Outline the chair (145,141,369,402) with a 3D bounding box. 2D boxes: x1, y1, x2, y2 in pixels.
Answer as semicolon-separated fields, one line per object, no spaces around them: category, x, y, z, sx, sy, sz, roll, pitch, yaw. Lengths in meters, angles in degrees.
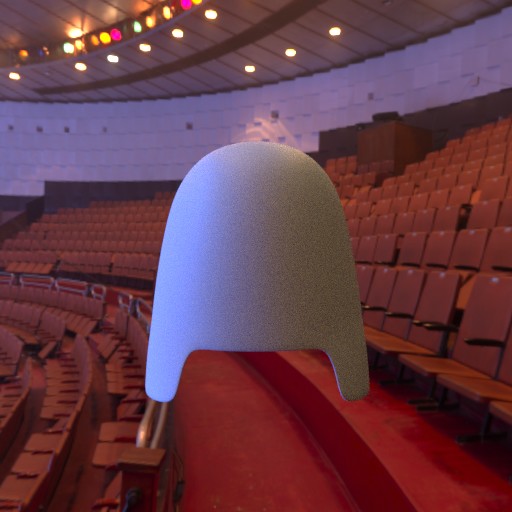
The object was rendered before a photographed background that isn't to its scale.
chair;0.000;0.000;0.903;0.364;0.423;0.619;0;-1;-1
